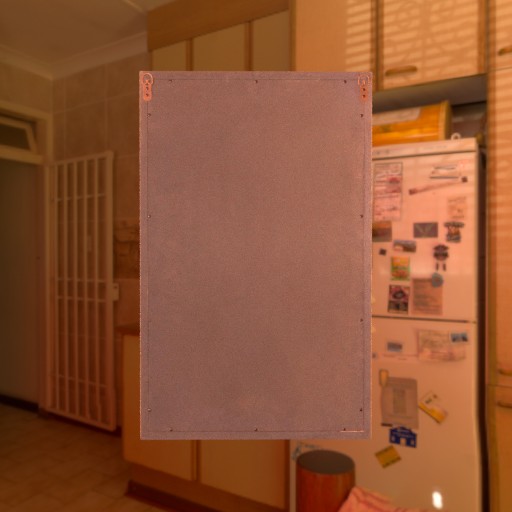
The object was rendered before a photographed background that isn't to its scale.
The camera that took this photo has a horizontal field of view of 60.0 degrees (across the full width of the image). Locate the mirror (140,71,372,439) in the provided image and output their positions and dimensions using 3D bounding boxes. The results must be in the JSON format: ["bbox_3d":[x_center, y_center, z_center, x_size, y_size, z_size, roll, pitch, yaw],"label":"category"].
[{"bbox_3d":[0.000,0.000,0.960,0.495,0.787,0.058,0,1,0],"label":"mirror"}]
